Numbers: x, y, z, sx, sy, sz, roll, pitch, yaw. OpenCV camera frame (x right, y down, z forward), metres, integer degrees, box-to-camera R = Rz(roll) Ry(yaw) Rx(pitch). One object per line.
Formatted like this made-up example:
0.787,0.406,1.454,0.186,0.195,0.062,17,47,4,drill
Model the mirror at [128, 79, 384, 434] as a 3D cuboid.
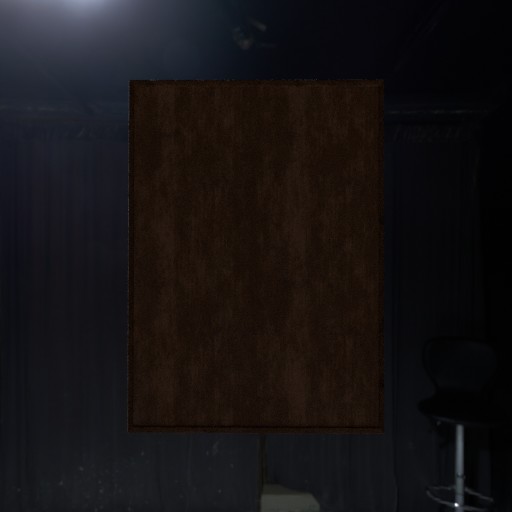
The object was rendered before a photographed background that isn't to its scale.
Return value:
0.000,0.000,1.389,0.796,1.099,0.028,0,-1,0,mirror
